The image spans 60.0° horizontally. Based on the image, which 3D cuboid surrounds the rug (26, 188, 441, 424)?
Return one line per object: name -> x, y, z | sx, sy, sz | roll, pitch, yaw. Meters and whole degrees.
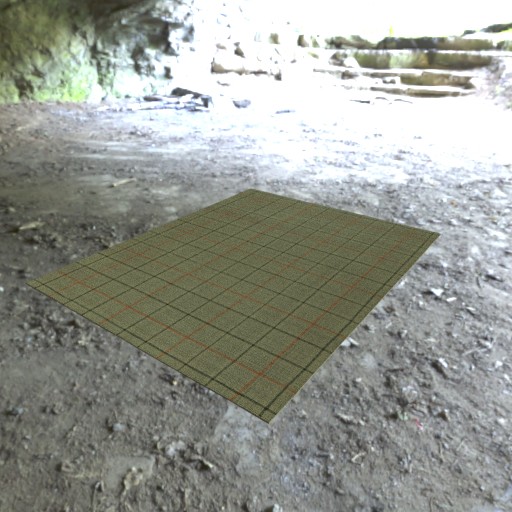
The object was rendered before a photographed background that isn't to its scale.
rug -> 0.000, 0.000, 4.068 | 2.444, 0.012, 3.048 | 19, 32, 32
